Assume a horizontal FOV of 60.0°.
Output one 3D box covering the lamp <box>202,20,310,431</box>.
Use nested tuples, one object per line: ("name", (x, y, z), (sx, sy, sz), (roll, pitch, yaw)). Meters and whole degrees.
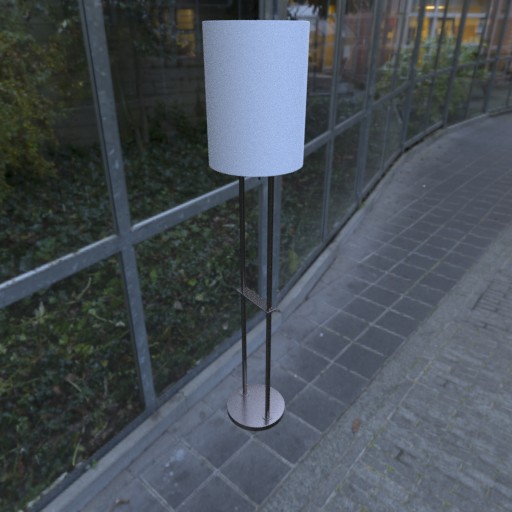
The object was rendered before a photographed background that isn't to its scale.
("lamp", (0.000, 0.000, 1.604), (0.305, 1.500, 0.306), (-18, 32, -32))
